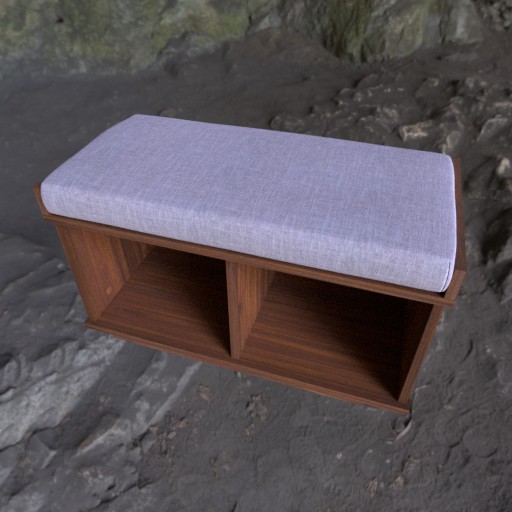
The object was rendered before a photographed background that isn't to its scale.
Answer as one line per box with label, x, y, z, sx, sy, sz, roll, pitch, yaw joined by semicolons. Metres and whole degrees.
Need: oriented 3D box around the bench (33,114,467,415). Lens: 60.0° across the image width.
bench;0.000;0.000;0.964;0.734;0.461;0.362;12;42;13
